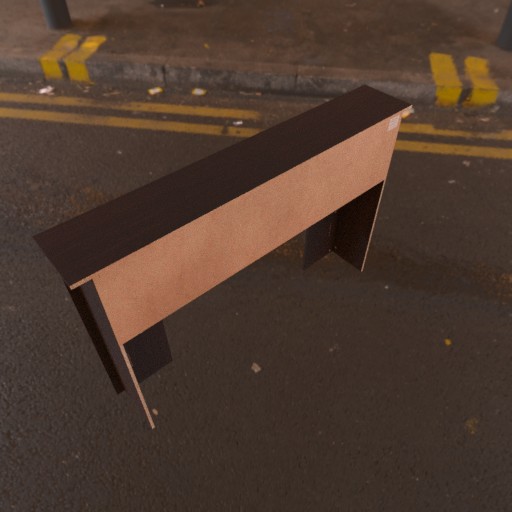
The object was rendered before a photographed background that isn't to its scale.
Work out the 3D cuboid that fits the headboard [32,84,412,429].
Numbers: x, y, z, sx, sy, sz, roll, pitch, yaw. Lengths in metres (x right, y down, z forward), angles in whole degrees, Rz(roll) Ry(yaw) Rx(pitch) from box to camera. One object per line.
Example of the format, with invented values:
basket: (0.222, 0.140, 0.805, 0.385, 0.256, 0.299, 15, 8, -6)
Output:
headboard: (0.000, 0.000, 2.129, 1.671, 1.092, 0.279, -32, 54, -27)
